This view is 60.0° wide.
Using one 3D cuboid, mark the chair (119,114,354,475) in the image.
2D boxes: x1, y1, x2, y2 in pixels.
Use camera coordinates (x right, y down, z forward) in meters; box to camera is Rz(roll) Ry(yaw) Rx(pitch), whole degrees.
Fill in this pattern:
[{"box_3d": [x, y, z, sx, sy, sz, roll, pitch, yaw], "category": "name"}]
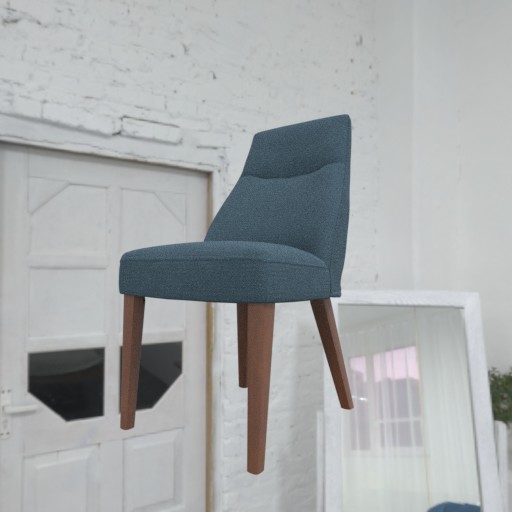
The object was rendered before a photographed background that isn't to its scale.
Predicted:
[{"box_3d": [0.000, 0.000, 1.312, 0.500, 0.930, 0.620, -1, -1, 36], "category": "chair"}]
